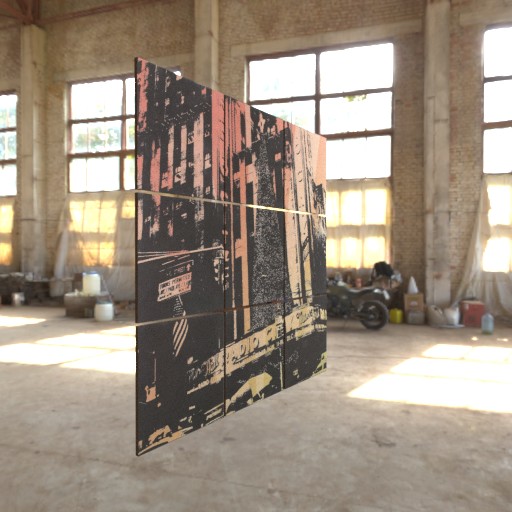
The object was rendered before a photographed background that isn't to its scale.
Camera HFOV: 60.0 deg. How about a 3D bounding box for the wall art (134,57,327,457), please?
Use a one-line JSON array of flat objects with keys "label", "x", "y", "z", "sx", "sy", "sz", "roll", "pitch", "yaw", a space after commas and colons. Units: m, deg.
[{"label": "wall art", "x": 0.000, "y": 0.000, "z": 1.838, "sx": 0.013, "sy": 1.216, "sz": 1.216, "roll": 0, "pitch": 1, "yaw": 37}]
